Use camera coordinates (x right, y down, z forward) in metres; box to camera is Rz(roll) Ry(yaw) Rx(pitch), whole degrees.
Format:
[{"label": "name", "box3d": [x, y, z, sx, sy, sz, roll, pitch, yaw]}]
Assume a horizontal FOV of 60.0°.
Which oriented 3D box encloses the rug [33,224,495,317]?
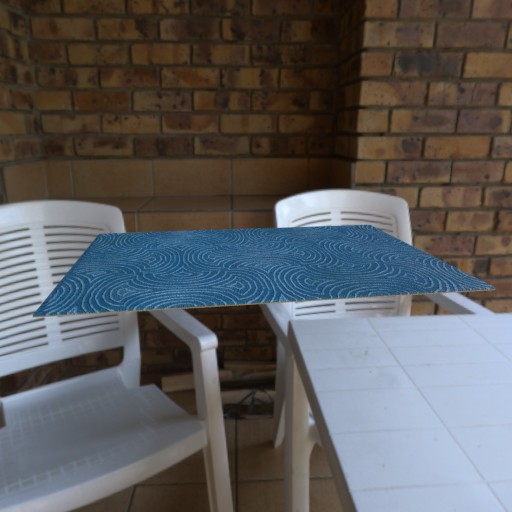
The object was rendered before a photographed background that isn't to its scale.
[{"label": "rug", "box3d": [0.000, 0.000, 2.754, 2.144, 0.015, 1.543, -2, 16, -9]}]
